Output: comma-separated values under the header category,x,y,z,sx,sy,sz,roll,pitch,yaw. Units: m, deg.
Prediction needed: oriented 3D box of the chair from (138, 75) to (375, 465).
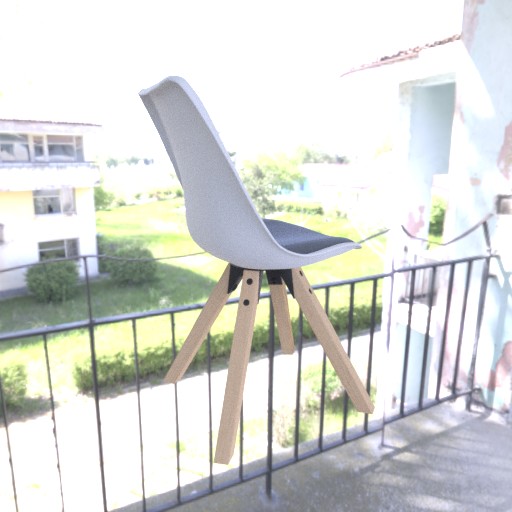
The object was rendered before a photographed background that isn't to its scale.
category,x,y,z,sx,sy,sz,roll,pitch,yaw
chair,0.000,0.000,1.198,0.550,0.850,0.485,-7,15,-27
